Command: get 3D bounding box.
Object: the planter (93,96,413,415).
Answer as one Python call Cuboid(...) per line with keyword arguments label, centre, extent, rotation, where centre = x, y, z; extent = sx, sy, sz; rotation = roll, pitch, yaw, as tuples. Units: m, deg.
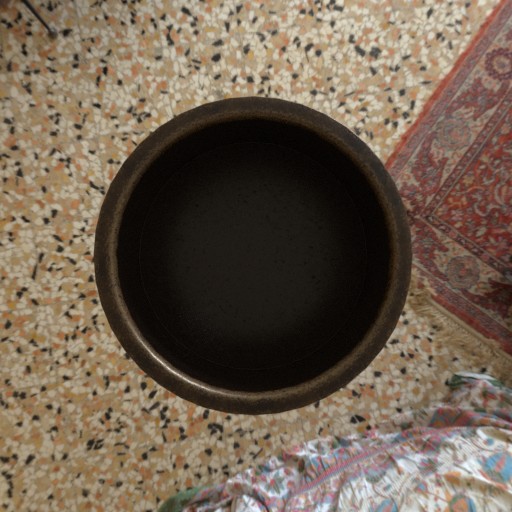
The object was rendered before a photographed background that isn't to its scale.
Cuboid(label="planter", centre=(0.000, 0.000, 0.702), extent=(0.354, 0.465, 0.345), rotation=(0, 90, 0))
